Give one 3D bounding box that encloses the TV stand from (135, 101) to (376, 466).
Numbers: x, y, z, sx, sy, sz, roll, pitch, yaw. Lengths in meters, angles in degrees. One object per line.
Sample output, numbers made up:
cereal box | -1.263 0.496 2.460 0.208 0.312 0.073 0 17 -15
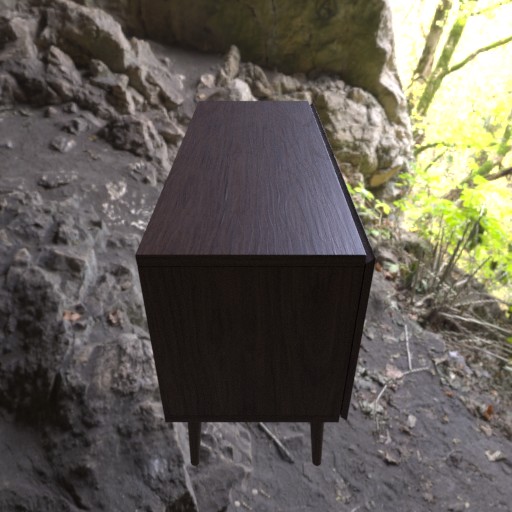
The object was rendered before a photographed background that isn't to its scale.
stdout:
TV stand | 0.000 0.000 1.336 0.405 0.660 0.990 0 34 0
